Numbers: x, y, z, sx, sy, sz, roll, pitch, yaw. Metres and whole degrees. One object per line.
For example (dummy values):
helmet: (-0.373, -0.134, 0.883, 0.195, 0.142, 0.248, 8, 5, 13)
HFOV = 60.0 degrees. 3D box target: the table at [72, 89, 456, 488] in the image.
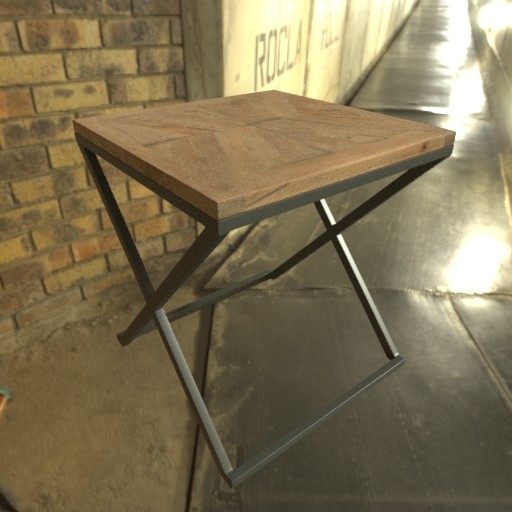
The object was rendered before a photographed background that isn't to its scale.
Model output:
table: (0.000, 0.000, 0.940, 0.499, 0.550, 0.498, -22, 37, -32)
